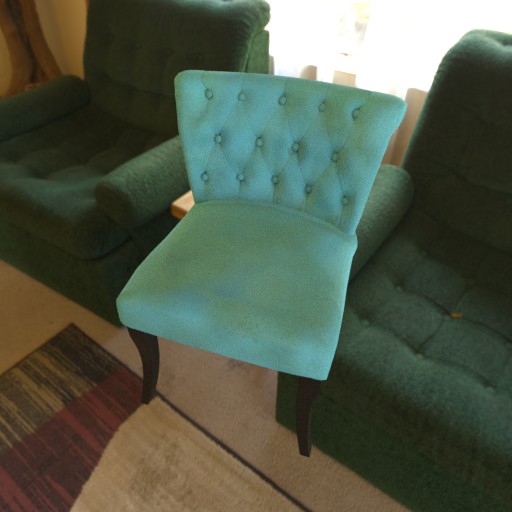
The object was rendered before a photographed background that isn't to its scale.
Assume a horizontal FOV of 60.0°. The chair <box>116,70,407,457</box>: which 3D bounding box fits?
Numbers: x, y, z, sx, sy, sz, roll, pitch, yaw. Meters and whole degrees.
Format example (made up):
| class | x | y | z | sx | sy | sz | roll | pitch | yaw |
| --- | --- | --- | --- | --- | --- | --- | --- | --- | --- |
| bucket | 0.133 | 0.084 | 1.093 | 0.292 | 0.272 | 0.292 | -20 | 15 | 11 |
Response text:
| class | x | y | z | sx | sy | sz | roll | pitch | yaw |
| --- | --- | --- | --- | --- | --- | --- | --- | --- | --- |
| chair | 0.000 | 0.000 | 1.165 | 0.582 | 0.750 | 0.605 | 13 | 43 | 14 |
